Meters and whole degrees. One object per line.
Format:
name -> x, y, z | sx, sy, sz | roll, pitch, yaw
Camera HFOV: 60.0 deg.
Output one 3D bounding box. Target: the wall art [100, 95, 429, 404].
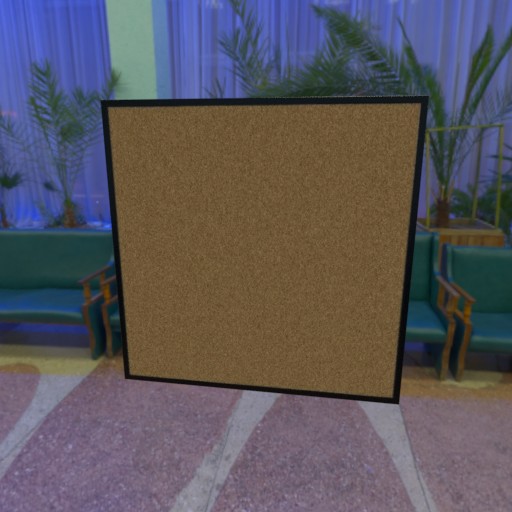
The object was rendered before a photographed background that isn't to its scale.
wall art -> 0.000, 0.000, 0.519 | 0.349, 0.349, 0.014 | 3, 15, 9
